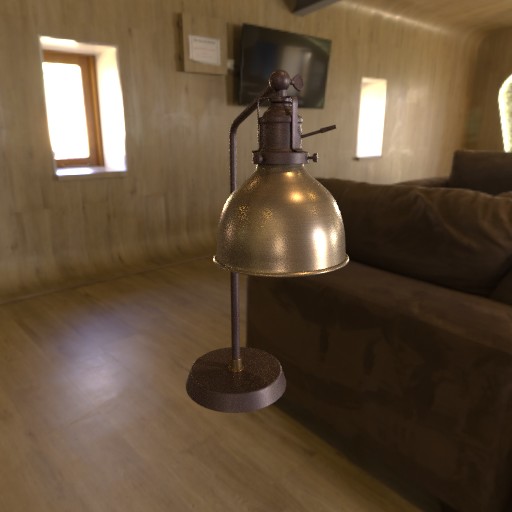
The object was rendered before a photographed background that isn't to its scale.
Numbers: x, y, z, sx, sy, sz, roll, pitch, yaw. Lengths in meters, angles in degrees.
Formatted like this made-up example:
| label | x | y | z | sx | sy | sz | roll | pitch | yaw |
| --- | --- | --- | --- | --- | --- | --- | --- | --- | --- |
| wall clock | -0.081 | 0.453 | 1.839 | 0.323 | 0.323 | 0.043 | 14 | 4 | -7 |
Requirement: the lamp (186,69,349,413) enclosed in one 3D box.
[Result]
| label | x | y | z | sx | sy | sz | roll | pitch | yaw |
| --- | --- | --- | --- | --- | --- | --- | --- | --- | --- |
| lamp | 0.000 | 0.000 | 0.615 | 0.175 | 0.469 | 0.298 | -8 | 17 | -25 |
